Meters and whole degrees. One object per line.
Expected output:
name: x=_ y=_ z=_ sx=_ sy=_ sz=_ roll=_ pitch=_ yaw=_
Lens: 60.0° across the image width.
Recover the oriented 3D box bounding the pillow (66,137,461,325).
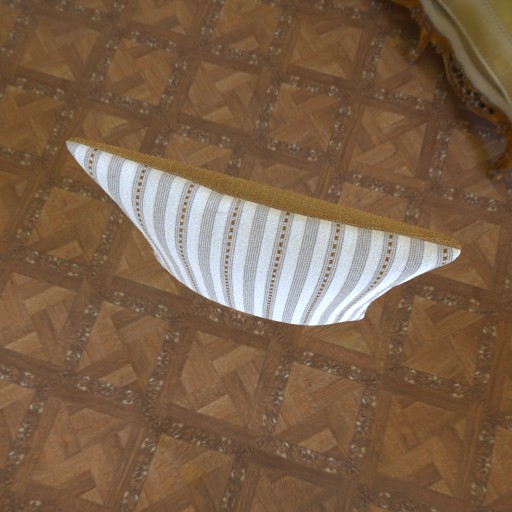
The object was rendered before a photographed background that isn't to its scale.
pillow: x=0.000 y=0.000 z=0.663 sx=0.432 sy=0.437 sz=0.147 roll=15 pitch=74 yaw=4
